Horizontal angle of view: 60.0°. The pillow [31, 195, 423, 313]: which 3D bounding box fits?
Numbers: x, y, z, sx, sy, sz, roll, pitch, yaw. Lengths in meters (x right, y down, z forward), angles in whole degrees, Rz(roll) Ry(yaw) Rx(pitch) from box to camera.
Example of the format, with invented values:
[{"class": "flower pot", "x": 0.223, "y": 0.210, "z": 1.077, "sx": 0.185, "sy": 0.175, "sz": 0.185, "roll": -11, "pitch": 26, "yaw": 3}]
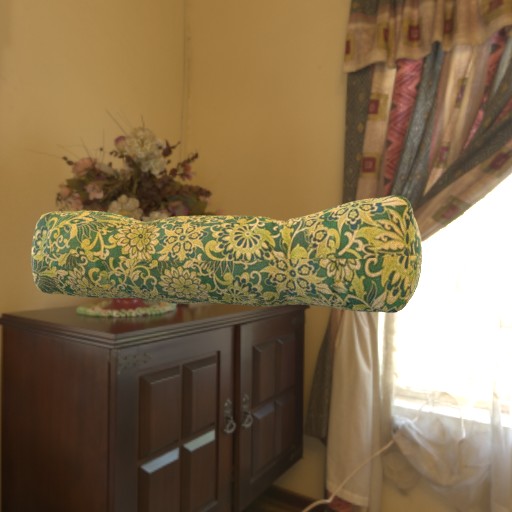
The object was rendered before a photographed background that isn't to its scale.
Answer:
[{"class": "pillow", "x": 0.000, "y": 0.000, "z": 0.715, "sx": 0.490, "sy": 0.128, "sz": 0.468, "roll": 0, "pitch": 0, "yaw": 18}]
